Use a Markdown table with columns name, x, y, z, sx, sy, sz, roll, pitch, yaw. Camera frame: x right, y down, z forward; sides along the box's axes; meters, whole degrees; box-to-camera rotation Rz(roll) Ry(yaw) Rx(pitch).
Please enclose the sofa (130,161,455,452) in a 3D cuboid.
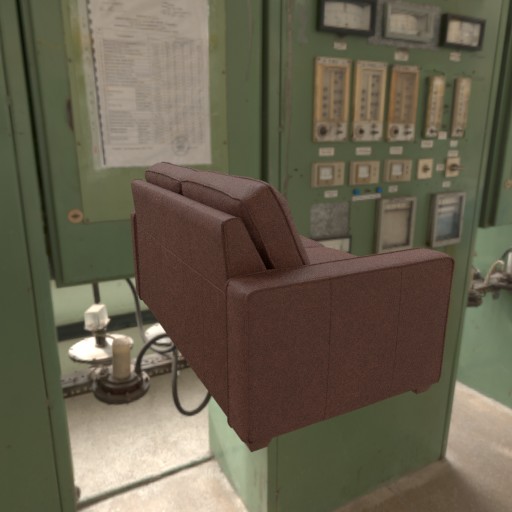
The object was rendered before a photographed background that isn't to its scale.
| name | x | y | z | sx | sy | sz | roll | pitch | yaw |
| --- | --- | --- | --- | --- | --- | --- | --- | --- | --- |
| sofa | 0.000 | 0.000 | 2.298 | 0.947 | 0.918 | 1.709 | -8 | 17 | -26 |
